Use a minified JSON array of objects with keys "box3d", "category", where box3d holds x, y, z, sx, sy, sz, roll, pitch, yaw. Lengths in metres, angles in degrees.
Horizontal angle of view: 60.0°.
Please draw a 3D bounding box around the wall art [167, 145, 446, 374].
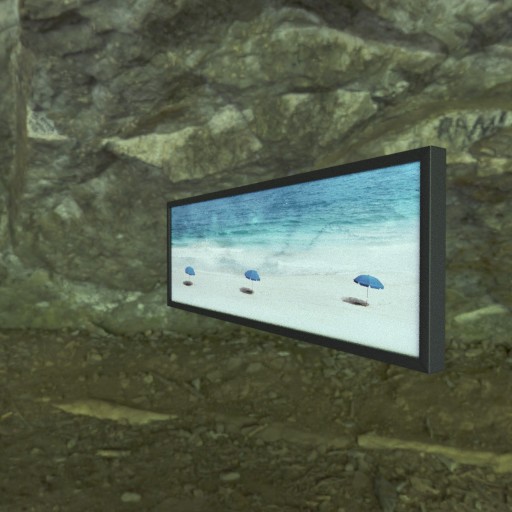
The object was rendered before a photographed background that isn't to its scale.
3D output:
[{"box3d":[0.000,0.000,0.950,0.037,0.303,0.860,-1,1,-35],"category":"wall art"}]
